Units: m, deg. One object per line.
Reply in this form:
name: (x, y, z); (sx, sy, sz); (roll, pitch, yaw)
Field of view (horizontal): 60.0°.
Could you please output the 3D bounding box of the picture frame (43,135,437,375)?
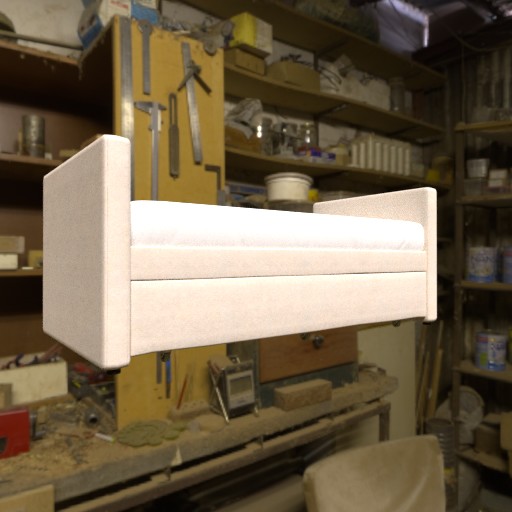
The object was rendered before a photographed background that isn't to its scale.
picture frame: (0.000, 0.000, 2.673); (2.161, 0.891, 1.069); (0, 0, -37)
